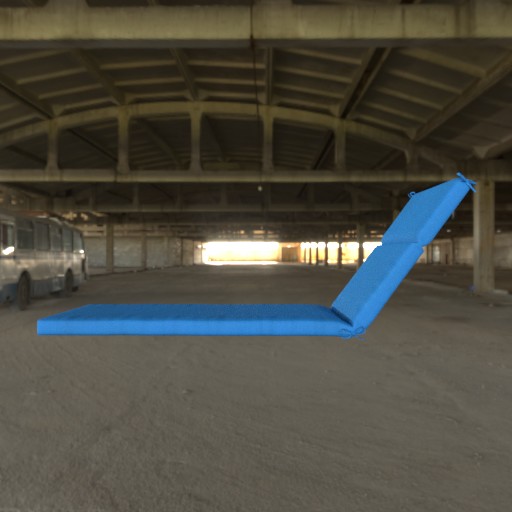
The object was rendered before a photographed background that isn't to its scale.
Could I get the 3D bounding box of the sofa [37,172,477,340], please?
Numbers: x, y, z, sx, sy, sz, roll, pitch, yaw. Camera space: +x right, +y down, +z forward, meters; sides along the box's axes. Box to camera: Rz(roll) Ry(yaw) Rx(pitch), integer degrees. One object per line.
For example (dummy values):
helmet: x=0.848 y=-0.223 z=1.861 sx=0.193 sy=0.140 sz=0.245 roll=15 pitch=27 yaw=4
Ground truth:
sofa: x=0.000 y=0.000 z=1.915 sx=1.663 sy=0.622 sz=0.582 roll=0 pitch=0 yaw=1
